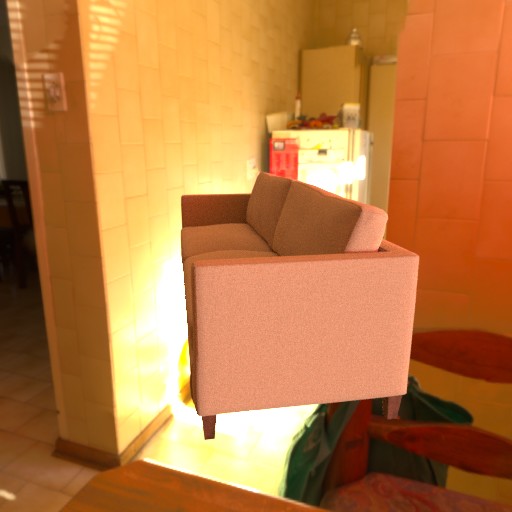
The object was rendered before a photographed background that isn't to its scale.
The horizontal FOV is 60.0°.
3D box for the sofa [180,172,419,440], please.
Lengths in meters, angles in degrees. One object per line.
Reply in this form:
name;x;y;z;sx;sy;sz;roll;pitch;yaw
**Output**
sofa;0.000;0.000;2.879;0.951;0.968;2.361;-3;15;-10
